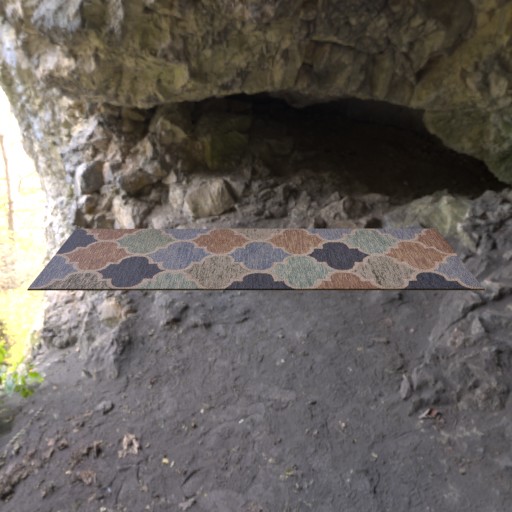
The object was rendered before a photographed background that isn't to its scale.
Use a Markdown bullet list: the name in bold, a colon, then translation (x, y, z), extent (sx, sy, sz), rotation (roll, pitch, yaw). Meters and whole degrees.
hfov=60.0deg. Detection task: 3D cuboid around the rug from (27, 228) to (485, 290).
- **rug**: translation (0.000, 0.000, 2.509), extent (2.287, 0.011, 0.687), rotation (0, 30, 0)
